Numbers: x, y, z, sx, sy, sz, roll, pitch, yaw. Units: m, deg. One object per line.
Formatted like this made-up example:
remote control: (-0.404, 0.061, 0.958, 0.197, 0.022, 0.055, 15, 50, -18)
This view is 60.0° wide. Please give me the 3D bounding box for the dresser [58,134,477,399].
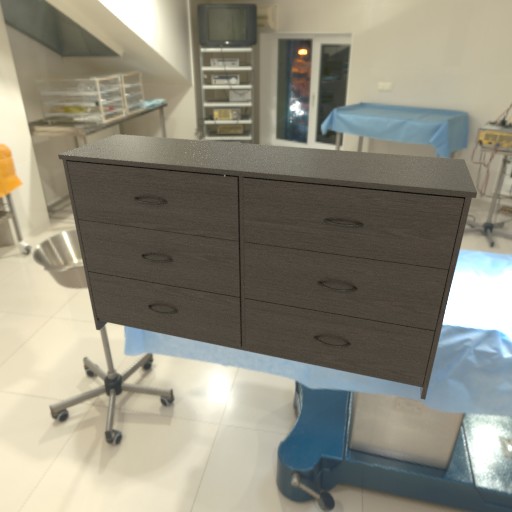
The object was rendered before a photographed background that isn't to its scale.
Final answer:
dresser: (0.000, 0.000, 1.693, 1.360, 0.755, 0.401, 8, 28, 16)
